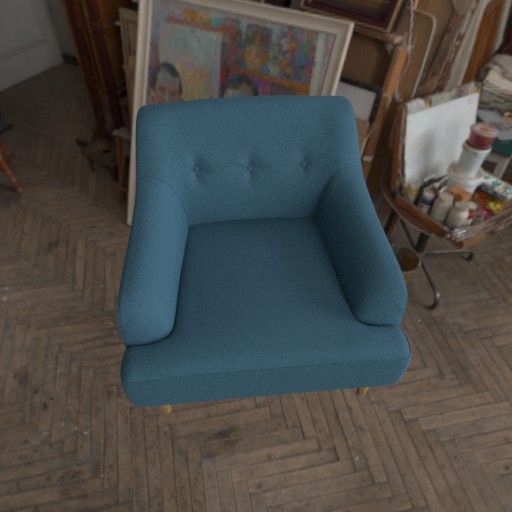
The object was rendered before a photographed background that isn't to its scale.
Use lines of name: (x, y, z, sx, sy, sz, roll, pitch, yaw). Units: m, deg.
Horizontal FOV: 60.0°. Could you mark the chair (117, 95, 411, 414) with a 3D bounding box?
chair: (0.000, 0.000, 1.671, 0.946, 0.818, 0.951, -4, 47, -4)
